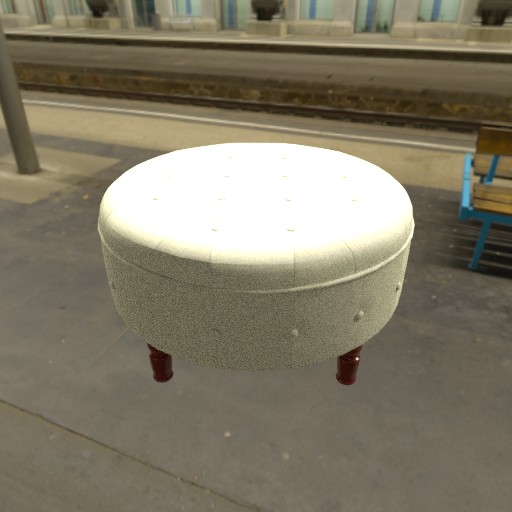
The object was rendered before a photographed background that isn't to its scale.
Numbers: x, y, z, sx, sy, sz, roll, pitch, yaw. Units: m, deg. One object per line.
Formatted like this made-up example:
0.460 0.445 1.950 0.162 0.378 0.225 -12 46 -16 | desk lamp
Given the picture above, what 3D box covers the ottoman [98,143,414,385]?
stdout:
0.000 0.000 1.327 0.850 0.483 0.850 0 30 0 | ottoman
